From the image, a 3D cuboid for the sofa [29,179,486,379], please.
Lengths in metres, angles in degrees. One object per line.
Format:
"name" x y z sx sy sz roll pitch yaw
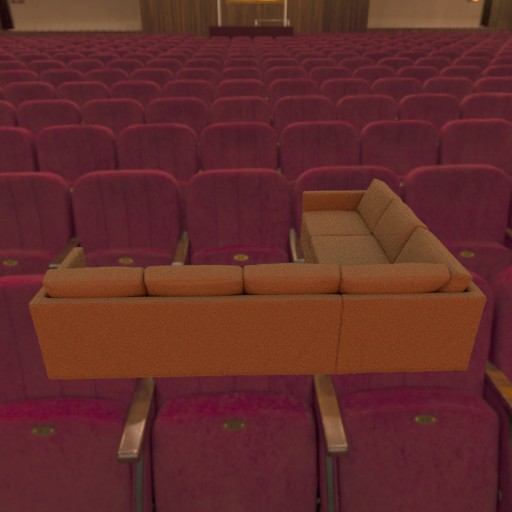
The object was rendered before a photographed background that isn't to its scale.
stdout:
"sofa" 0.000 0.000 4.235 3.182 0.871 2.432 -1 26 -1
